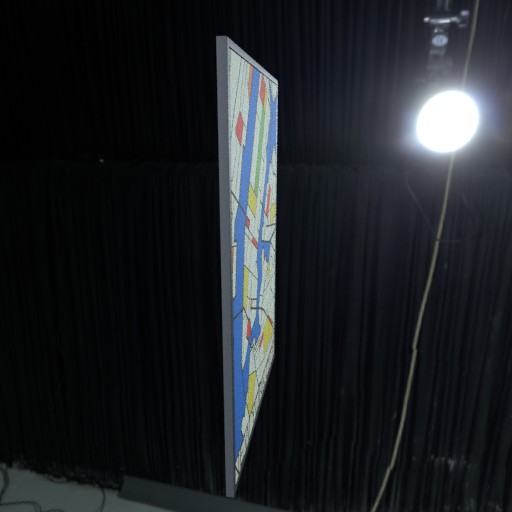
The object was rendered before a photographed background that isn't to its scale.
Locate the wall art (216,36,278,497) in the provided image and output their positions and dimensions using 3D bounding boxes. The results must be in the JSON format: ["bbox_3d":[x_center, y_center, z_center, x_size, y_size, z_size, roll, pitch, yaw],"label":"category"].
[{"bbox_3d":[0.000,0.000,0.822,0.013,0.657,0.457,3,16,10],"label":"wall art"}]
